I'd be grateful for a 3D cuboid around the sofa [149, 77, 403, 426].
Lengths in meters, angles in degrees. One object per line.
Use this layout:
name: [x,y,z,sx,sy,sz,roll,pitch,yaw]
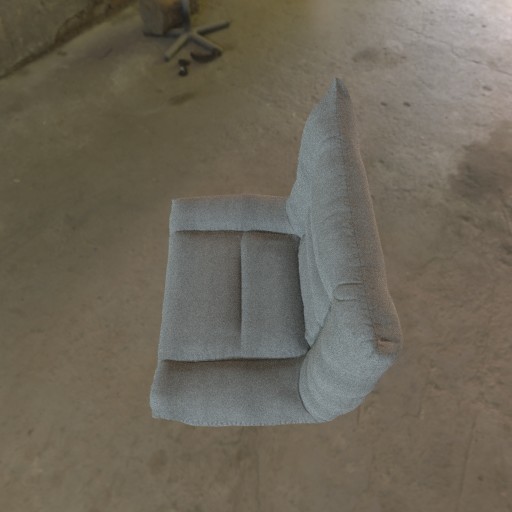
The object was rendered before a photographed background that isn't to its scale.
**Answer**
sofa: [0.000,0.000,1.752,0.847,0.795,1.144,-1,57,-1]
